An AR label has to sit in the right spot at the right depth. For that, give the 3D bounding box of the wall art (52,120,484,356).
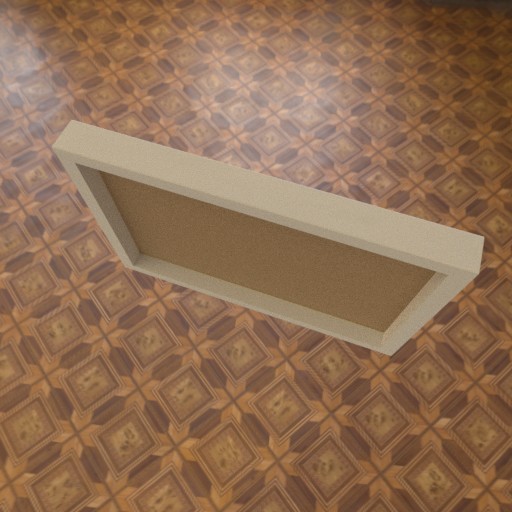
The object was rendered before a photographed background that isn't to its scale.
[{"bbox_3d":[0.000,0.000,0.497,0.384,0.254,0.039,18,64,9],"label":"wall art"}]
